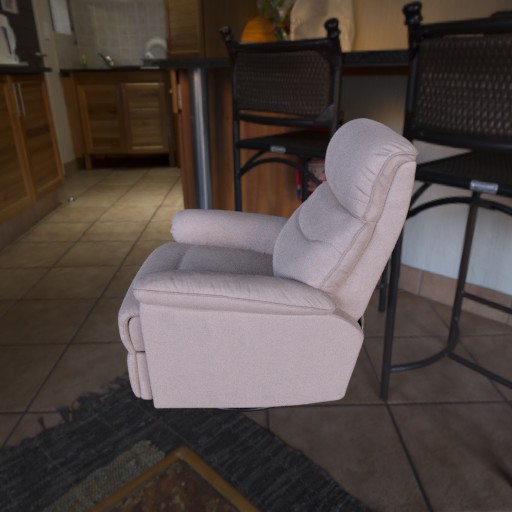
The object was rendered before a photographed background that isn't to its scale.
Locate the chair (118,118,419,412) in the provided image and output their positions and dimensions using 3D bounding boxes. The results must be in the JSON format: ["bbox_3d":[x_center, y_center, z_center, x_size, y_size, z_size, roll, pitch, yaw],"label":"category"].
[{"bbox_3d":[0.000,0.000,1.783,1.004,1.037,0.820,0,23,1],"label":"chair"}]
